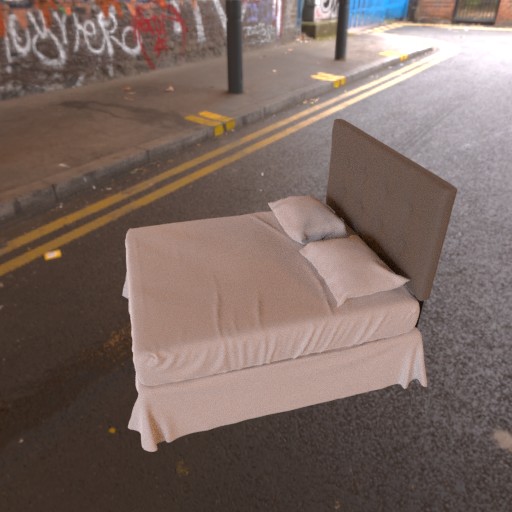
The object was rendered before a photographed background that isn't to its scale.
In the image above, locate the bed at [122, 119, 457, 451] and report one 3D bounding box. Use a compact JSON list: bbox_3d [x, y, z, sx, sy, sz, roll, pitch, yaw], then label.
[{"bbox_3d":[0.000,0.000,3.464,2.222,1.577,1.936,-9,33,-13],"label":"bed"}]
